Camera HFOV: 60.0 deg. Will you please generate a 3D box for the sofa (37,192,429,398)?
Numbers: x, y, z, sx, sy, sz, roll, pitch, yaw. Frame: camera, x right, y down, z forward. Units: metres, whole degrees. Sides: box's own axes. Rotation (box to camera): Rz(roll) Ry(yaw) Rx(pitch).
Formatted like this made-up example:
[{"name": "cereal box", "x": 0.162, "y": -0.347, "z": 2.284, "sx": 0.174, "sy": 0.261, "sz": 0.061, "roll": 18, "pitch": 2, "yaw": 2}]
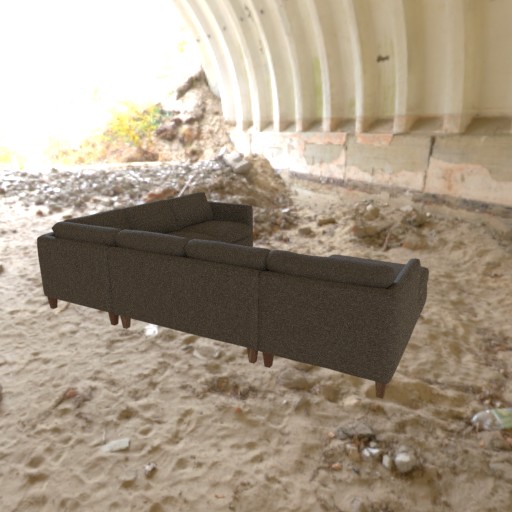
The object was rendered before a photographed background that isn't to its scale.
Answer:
[{"name": "sofa", "x": 0.000, "y": 0.000, "z": 4.428, "sx": 3.238, "sy": 0.853, "sz": 2.551, "roll": 8, "pitch": 18, "yaw": 27}]
